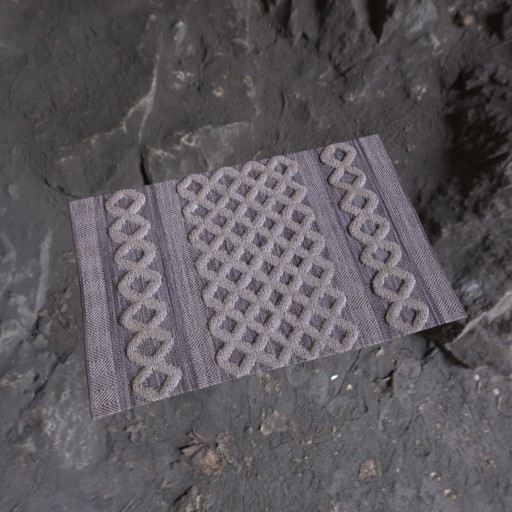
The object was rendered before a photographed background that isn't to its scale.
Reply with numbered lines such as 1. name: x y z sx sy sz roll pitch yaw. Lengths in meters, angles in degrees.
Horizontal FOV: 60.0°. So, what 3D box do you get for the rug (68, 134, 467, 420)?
1. rug: 0.000 0.000 2.933 2.333 0.033 1.513 -14 66 -6
